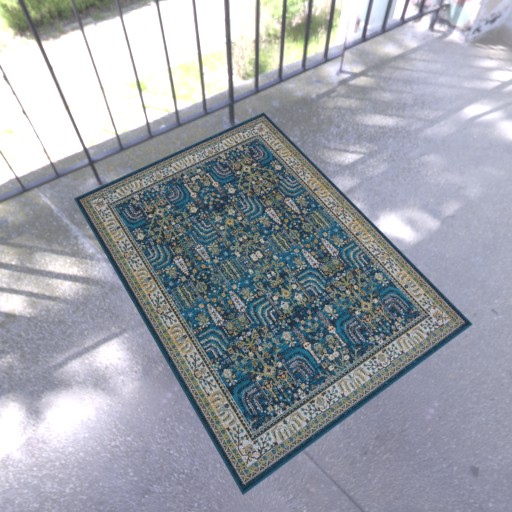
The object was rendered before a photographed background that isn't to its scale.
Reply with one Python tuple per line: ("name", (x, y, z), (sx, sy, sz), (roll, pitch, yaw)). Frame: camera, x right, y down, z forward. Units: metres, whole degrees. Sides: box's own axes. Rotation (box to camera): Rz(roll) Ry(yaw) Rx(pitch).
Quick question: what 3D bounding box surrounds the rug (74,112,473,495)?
("rug", (0.000, 0.000, 3.956), (2.226, 0.015, 3.044), (-29, 63, -17))
